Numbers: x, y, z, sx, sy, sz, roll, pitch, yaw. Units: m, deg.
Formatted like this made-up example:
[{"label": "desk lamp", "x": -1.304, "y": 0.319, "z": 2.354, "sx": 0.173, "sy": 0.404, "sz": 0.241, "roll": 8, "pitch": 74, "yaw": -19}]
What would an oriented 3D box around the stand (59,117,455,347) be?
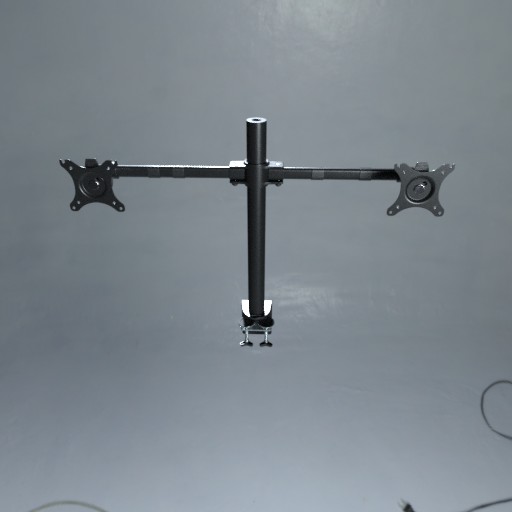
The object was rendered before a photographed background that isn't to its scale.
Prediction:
[{"label": "stand", "x": 0.000, "y": 0.000, "z": 1.023, "sx": 0.743, "sy": 0.603, "sz": 0.150, "roll": 1, "pitch": 31, "yaw": 2}]
